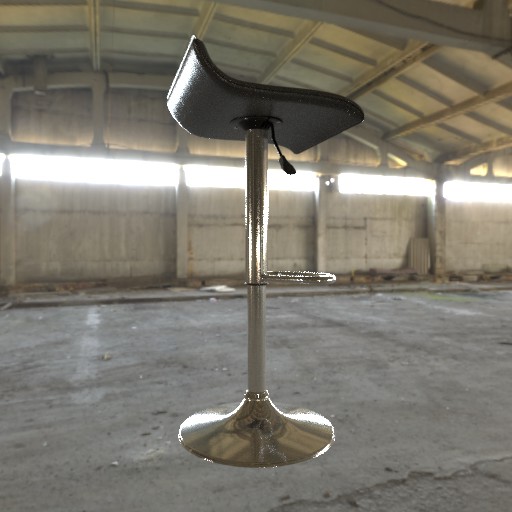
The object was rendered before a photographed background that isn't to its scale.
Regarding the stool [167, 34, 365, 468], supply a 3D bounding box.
[{"bbox_3d":[0.000,0.000,1.080,0.381,0.851,0.381,0,0,-19],"label":"stool"}]
